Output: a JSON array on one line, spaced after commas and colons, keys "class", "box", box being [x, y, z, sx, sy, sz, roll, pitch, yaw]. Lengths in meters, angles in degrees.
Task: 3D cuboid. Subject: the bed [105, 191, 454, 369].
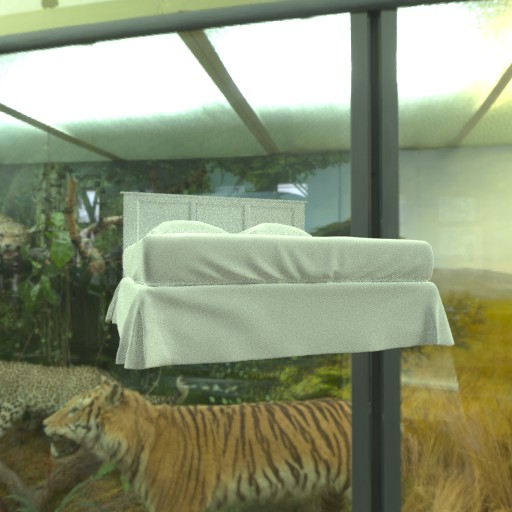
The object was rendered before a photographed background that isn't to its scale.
[{"class": "bed", "box": [0.000, 0.000, 3.658, 2.317, 1.273, 2.215, 0, -1, -20]}]
